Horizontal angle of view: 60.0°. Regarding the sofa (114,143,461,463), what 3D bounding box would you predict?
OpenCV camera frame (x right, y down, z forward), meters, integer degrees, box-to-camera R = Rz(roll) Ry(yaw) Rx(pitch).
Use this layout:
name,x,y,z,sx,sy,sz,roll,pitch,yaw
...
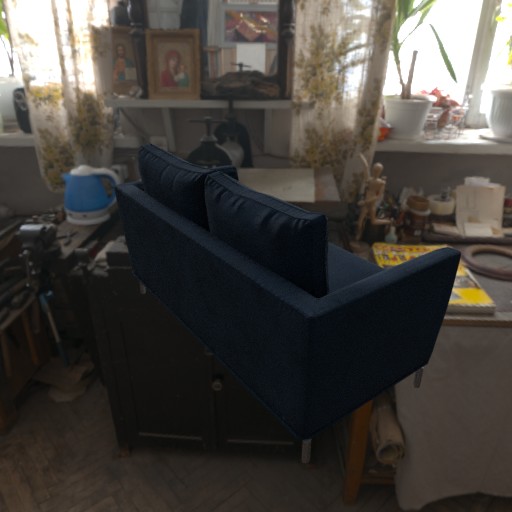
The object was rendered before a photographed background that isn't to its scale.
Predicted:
name,x,y,z,sx,sy,sz,roll,pitch,yaw
sofa,0.000,0.000,2.358,0.853,1.002,1.770,-18,31,-32
